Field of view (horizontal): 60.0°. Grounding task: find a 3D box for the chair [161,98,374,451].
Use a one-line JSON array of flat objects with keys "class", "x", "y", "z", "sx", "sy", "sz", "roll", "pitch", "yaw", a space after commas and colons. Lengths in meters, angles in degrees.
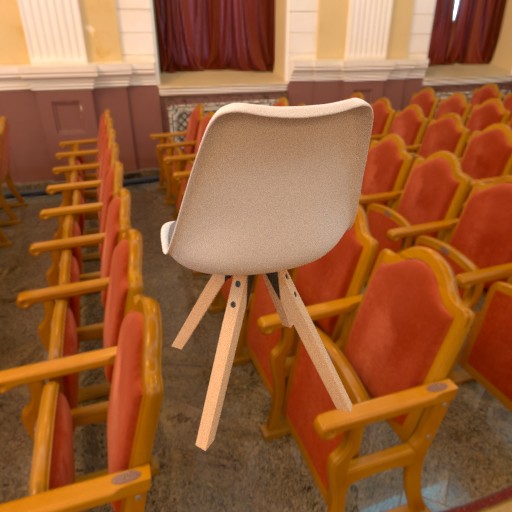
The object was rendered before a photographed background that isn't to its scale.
[{"class": "chair", "x": 0.000, "y": 0.000, "z": 1.187, "sx": 0.485, "sy": 0.850, "sz": 0.550, "roll": -8, "pitch": 27, "yaw": -16}]
